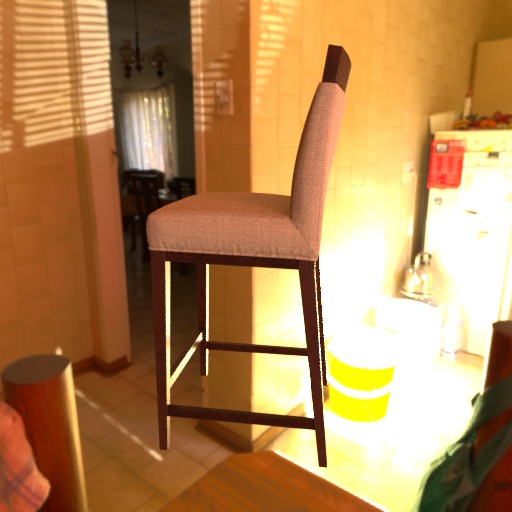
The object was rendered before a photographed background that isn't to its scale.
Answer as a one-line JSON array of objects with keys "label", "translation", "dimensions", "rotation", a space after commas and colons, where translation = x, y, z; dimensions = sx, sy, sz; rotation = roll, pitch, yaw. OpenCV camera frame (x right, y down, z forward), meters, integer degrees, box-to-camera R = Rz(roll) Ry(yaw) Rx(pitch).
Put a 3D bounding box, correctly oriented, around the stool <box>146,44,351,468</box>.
[{"label": "stool", "translation": [0.000, 0.000, 1.264], "dimensions": [0.480, 1.011, 0.463], "rotation": [2, 14, 9]}]
